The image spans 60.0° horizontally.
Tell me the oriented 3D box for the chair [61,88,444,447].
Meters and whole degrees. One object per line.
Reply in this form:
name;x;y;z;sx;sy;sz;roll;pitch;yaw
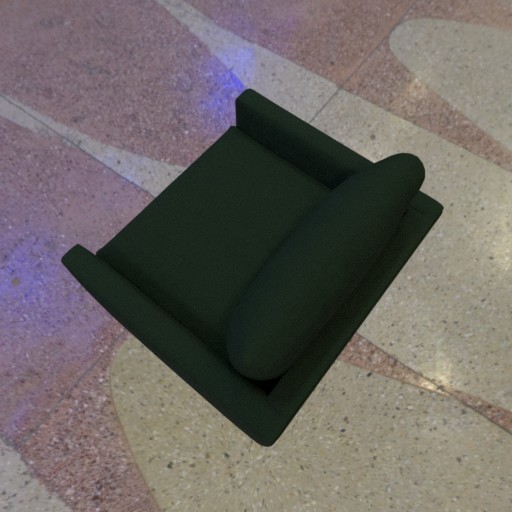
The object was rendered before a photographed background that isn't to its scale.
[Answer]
chair;0.000;0.000;1.590;0.866;0.861;0.963;36;70;16
